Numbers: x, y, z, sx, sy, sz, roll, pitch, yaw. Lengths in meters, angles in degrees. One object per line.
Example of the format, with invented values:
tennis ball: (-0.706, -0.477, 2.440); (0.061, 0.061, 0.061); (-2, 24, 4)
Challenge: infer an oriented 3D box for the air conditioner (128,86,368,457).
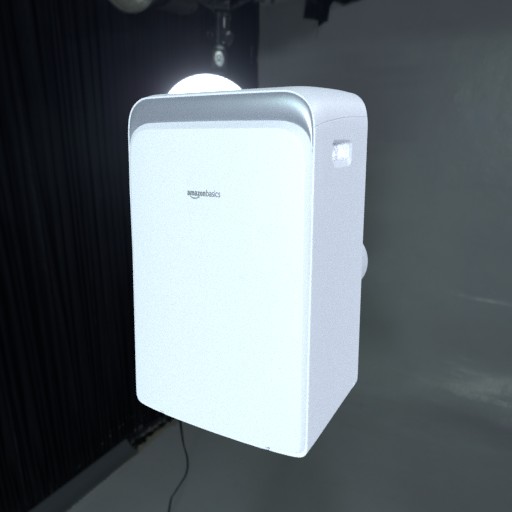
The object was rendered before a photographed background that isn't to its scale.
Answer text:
air conditioner: (0.000, 0.000, 1.083); (0.478, 0.765, 0.467); (8, 17, 27)
